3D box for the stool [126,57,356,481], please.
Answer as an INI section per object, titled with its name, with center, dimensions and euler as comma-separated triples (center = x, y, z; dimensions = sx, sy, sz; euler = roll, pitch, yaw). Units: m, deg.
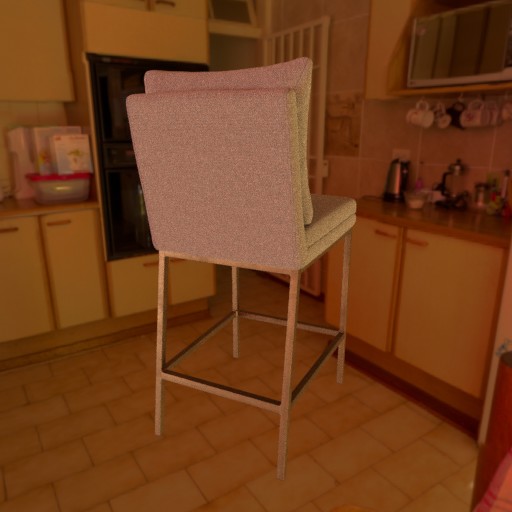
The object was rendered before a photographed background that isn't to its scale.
[stool]
center = 0.000, 0.000, 1.332
dimensions = 0.463, 1.031, 0.569
euler = 8, 18, 25
